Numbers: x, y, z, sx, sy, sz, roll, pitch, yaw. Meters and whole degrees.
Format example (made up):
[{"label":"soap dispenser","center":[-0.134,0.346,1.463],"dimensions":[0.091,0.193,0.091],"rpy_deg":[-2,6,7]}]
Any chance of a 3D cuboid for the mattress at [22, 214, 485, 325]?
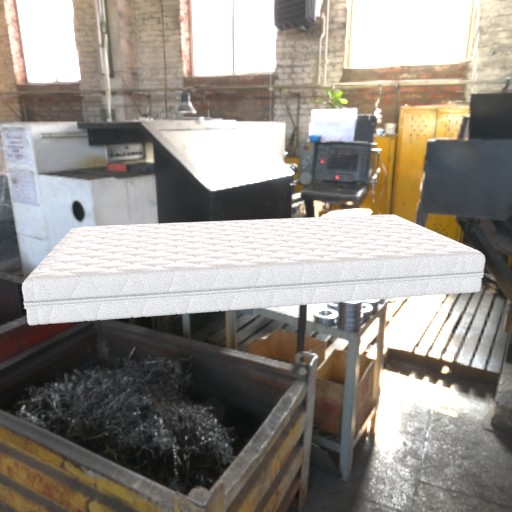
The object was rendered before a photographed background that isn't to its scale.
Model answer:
[{"label":"mattress","center":[0.000,0.000,2.308],"dimensions":[2.000,0.200,0.900],"rpy_deg":[-3,17,-10]}]
